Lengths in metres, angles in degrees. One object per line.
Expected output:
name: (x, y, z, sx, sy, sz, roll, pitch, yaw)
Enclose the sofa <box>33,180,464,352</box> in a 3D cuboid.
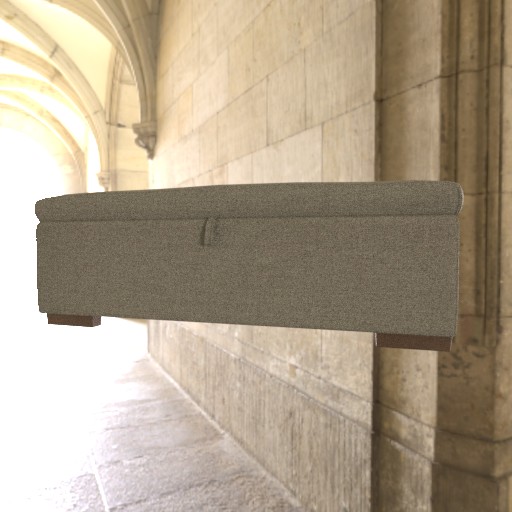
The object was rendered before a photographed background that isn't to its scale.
sofa: (0.000, 0.000, 1.576, 1.250, 0.434, 0.817, 1, 2, 17)
